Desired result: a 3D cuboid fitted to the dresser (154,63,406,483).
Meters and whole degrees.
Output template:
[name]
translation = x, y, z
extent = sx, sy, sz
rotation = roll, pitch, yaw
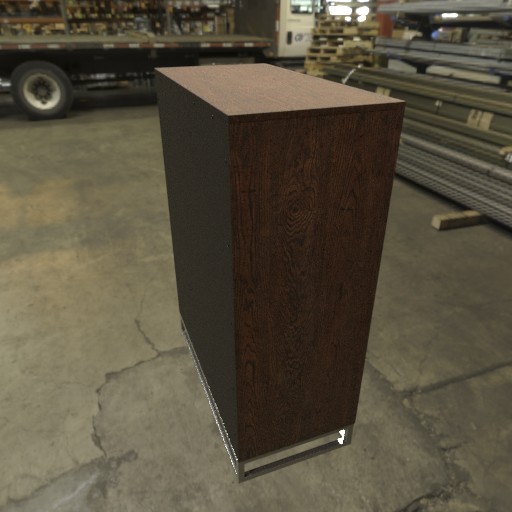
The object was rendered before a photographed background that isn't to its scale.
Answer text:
[dresser]
translation = 0.000, 0.000, 1.781
extent = 0.508, 1.321, 0.965
rotation = -11, 31, -18
